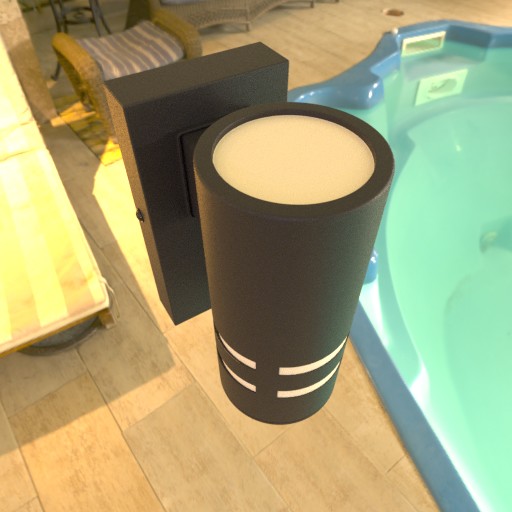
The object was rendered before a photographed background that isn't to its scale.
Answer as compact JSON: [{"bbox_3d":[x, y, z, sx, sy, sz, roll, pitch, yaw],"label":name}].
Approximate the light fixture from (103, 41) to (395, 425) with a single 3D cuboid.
[{"bbox_3d":[0.000,0.000,0.260,0.098,0.179,0.138,-24,52,-21],"label":"light fixture"}]
